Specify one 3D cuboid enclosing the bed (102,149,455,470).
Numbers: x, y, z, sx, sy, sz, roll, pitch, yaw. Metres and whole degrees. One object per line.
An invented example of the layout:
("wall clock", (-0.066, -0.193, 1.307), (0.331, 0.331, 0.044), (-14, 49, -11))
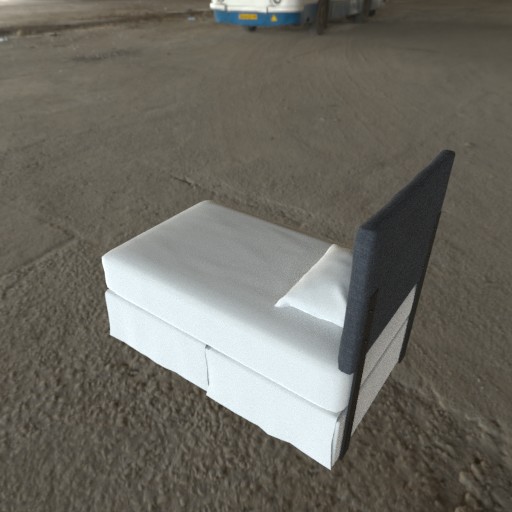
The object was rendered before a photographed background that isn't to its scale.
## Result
("bed", (0.000, 0.000, 3.012), (1.997, 1.571, 1.261), (22, 39, 30))
